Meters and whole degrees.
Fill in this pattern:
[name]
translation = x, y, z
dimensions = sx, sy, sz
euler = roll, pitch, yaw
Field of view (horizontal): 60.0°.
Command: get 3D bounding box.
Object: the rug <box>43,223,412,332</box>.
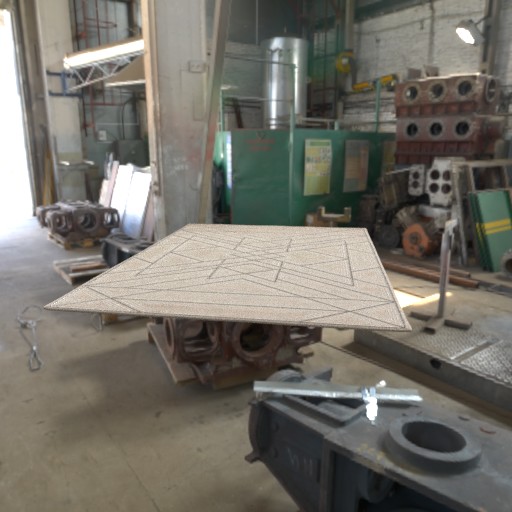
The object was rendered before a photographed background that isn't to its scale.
[rug]
translation = 0.000, 0.000, 4.451
dimensions = 2.436, 0.026, 3.381
euler = 2, 14, 9
